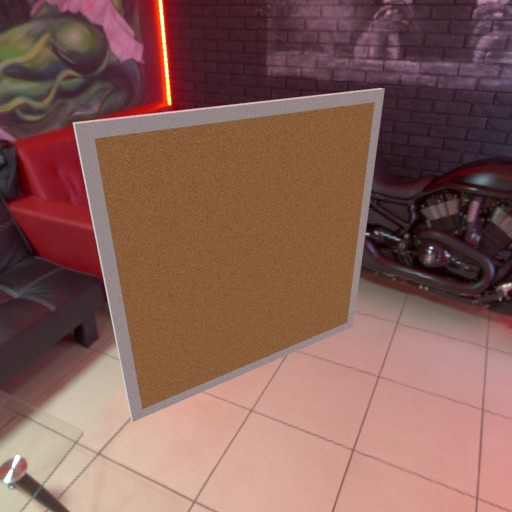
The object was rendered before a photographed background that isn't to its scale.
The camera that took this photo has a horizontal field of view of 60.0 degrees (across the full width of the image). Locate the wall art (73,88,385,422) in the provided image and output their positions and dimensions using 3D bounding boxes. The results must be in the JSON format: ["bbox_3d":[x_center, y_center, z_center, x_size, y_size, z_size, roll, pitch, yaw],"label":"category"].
[{"bbox_3d":[0.000,0.000,0.688,0.456,0.457,0.009,-17,33,-27],"label":"wall art"}]
